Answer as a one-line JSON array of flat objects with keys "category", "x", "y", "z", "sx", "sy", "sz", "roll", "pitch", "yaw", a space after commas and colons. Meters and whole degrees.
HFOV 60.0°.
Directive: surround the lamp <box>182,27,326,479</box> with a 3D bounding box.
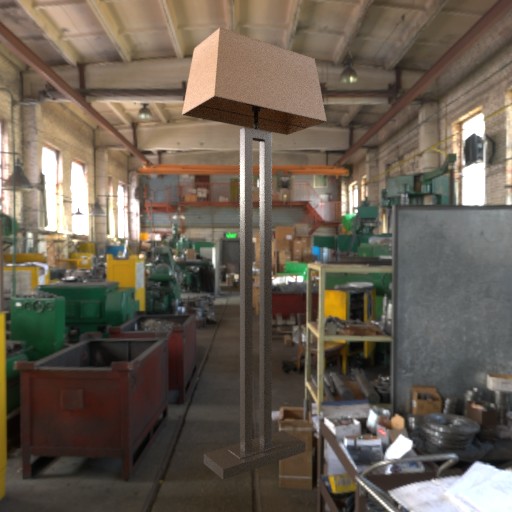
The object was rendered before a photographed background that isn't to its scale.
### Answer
[{"category": "lamp", "x": 0.000, "y": 0.000, "z": 1.607, "sx": 0.475, "sy": 1.469, "sz": 0.233, "roll": -1, "pitch": 1, "yaw": -35}]
